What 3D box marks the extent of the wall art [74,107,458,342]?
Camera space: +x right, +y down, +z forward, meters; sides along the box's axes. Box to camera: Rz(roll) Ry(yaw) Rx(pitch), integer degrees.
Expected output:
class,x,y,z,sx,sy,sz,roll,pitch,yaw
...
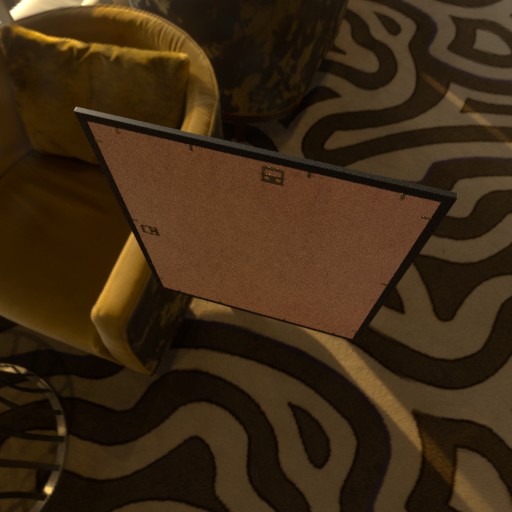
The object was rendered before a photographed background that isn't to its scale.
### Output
class,x,y,z,sx,sy,sz,roll,pitch,yaw
wall art,0.000,0.000,0.917,0.559,0.660,0.018,15,64,7
